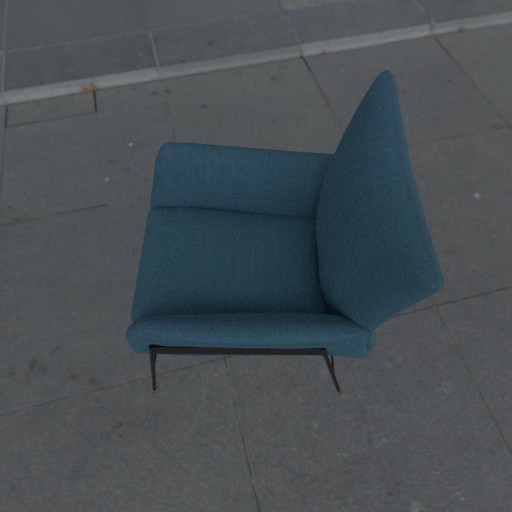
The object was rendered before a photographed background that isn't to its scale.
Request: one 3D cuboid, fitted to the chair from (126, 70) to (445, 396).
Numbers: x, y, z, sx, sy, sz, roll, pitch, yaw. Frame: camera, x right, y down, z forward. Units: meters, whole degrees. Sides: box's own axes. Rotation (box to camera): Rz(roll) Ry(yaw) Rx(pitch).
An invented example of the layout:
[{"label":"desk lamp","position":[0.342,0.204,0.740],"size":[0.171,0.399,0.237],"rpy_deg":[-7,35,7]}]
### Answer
[{"label":"chair","position":[0.000,0.000,1.388],"size":[0.769,0.859,0.678],"rpy_deg":[0,58,0]}]
